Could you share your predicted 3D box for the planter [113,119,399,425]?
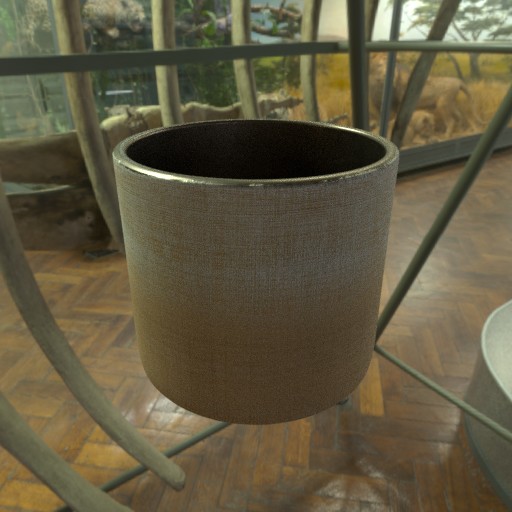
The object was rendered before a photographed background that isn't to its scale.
[{"bbox_3d":[0.000,0.000,0.392,0.221,0.201,0.221,0,27,0],"label":"planter"}]
